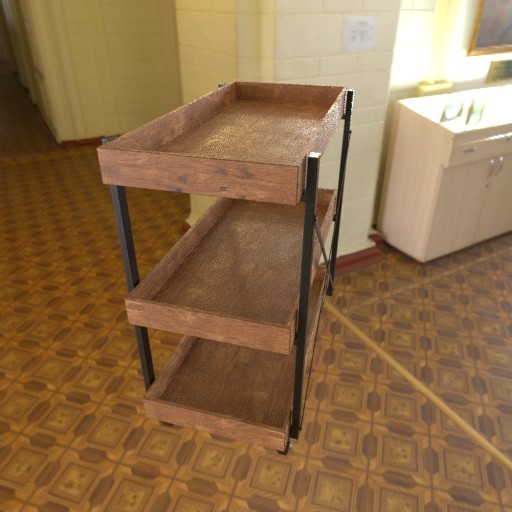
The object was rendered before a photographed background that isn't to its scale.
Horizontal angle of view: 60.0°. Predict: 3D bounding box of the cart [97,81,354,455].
[{"bbox_3d":[0.000,0.000,1.244,0.411,0.800,0.750,8,31,14],"label":"cart"}]
